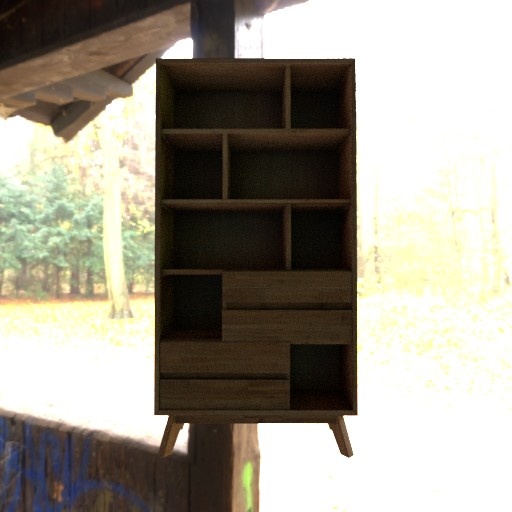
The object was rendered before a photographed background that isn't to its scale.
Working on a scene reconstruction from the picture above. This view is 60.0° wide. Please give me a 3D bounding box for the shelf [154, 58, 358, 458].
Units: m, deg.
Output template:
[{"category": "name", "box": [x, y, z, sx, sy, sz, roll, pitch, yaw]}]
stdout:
[{"category": "shelf", "box": [0.000, 0.000, 1.773, 0.748, 1.471, 0.308, 0, -1, 0]}]
